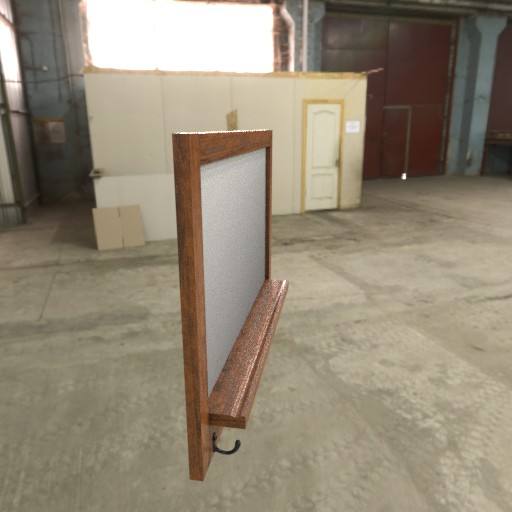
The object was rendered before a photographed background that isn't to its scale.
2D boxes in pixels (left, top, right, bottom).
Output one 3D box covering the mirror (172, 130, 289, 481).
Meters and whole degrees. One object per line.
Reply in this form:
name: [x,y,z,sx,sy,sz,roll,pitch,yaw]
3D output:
mirror: [0.000,0.000,0.988,0.084,0.537,0.758,3,16,10]
